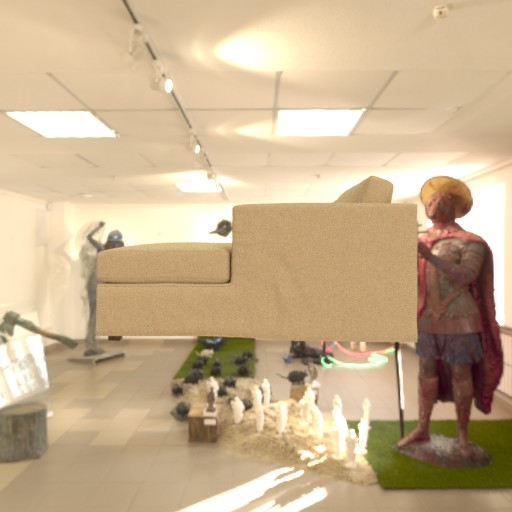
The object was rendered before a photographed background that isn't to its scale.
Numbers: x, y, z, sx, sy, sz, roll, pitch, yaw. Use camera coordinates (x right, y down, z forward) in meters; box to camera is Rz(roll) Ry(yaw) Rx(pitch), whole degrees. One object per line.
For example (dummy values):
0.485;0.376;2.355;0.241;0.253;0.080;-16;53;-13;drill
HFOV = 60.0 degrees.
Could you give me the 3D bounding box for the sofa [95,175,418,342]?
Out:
0.000;0.000;3.769;1.622;0.867;3.177;0;0;0;sofa
